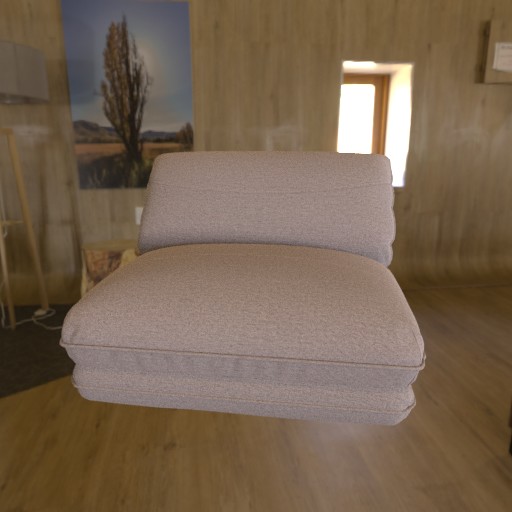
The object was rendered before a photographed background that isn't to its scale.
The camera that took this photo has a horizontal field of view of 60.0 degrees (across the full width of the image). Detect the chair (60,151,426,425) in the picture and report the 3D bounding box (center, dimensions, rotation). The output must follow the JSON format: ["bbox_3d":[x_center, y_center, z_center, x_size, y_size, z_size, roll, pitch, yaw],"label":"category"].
[{"bbox_3d":[0.000,0.000,1.272,0.820,0.580,0.780,2,14,8],"label":"chair"}]
